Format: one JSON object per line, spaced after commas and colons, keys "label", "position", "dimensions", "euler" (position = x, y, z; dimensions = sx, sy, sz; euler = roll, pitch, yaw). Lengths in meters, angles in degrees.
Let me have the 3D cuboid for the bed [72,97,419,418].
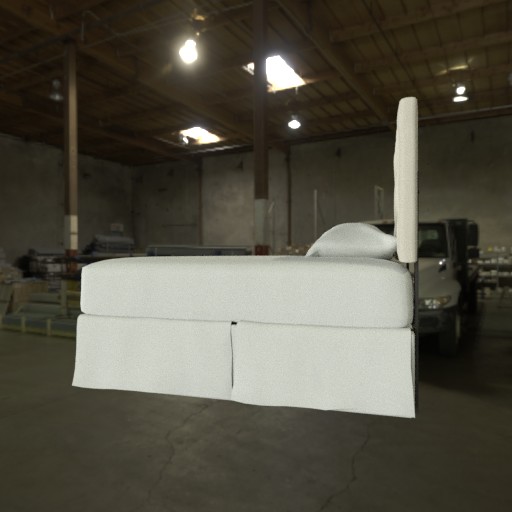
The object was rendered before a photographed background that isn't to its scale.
{"label": "bed", "position": [0.000, 0.000, 2.975], "dimensions": [1.997, 1.571, 1.261], "euler": [0, 0, 16]}
